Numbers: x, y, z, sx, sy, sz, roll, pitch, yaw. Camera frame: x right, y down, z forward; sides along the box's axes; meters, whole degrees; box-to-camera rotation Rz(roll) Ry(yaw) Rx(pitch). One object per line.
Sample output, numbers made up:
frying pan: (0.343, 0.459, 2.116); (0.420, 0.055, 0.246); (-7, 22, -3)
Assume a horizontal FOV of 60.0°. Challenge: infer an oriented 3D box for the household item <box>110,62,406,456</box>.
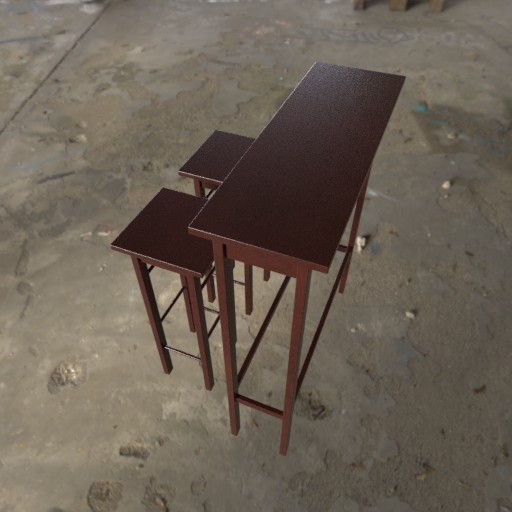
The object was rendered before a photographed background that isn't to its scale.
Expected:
household item: (0.000, 0.000, 1.613); (0.676, 1.067, 0.914); (16, 48, 15)
